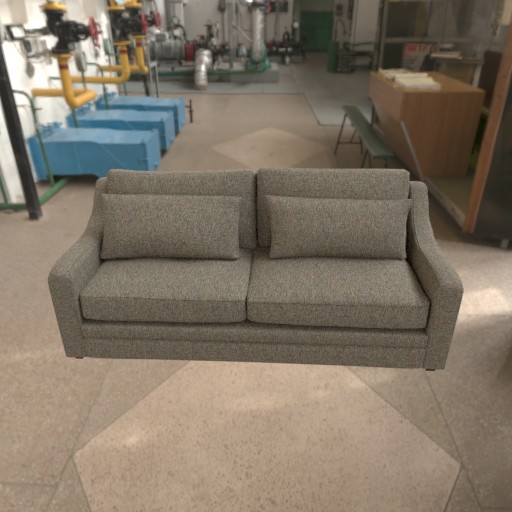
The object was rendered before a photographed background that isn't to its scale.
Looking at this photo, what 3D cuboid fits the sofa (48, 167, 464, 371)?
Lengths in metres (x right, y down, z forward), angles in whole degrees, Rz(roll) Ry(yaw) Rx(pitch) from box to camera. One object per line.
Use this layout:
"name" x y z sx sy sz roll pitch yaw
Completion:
"sofa" 0.000 0.000 2.975 2.418 0.998 1.103 1 30 2
